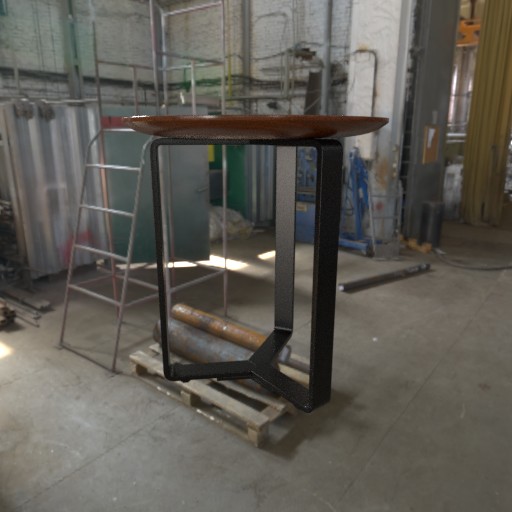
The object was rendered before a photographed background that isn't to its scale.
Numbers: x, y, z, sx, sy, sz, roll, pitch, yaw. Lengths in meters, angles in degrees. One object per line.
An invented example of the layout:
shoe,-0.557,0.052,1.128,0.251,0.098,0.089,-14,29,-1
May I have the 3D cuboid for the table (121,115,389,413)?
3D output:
table,0.000,0.000,0.763,0.410,0.450,0.380,-2,16,-8
